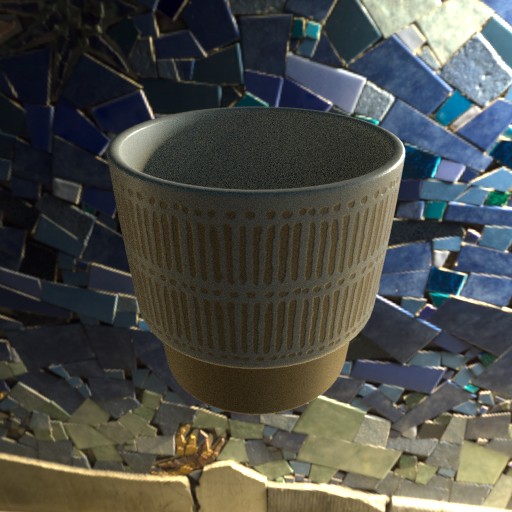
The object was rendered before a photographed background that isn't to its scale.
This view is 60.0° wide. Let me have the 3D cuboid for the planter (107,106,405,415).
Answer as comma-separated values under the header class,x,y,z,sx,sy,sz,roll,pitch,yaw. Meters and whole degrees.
class,x,y,z,sx,sy,sz,roll,pitch,yaw
planter,0.000,0.000,0.565,0.317,0.303,0.317,0,31,0
